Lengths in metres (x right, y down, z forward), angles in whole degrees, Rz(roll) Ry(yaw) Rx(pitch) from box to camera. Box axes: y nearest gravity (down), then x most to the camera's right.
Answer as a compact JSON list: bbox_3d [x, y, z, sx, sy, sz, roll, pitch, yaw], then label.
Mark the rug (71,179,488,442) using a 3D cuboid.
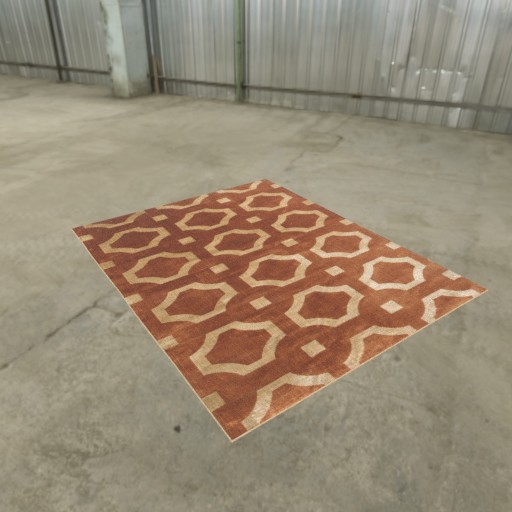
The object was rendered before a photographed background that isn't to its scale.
[{"bbox_3d":[0.000,0.000,4.054,2.466,0.021,3.049,-20,36,-30],"label":"rug"}]
